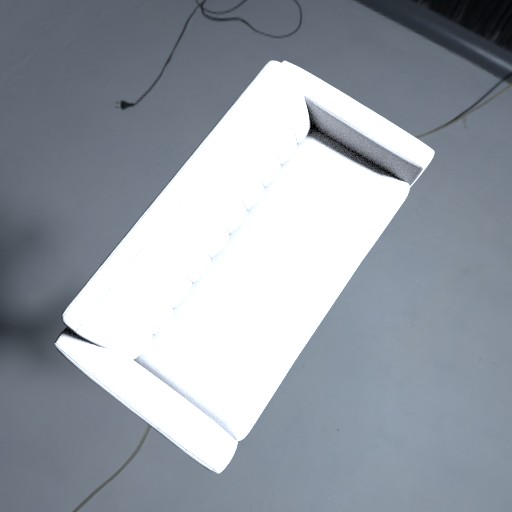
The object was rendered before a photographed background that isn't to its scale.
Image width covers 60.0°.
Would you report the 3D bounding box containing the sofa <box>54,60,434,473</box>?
[{"bbox_3d":[0.000,0.000,2.369,0.969,0.814,1.895,35,78,8],"label":"sofa"}]
